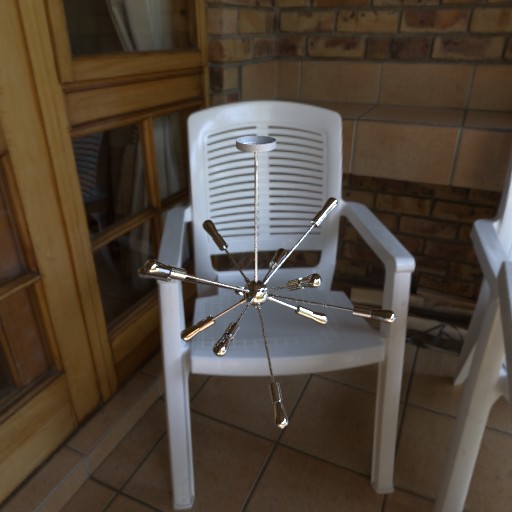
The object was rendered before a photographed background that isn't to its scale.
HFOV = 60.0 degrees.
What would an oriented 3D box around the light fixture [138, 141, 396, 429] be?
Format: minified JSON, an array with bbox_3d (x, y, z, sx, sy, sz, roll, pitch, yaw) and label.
[{"bbox_3d":[0.000,0.000,1.076,0.684,0.558,0.509,9,28,17],"label":"light fixture"}]
